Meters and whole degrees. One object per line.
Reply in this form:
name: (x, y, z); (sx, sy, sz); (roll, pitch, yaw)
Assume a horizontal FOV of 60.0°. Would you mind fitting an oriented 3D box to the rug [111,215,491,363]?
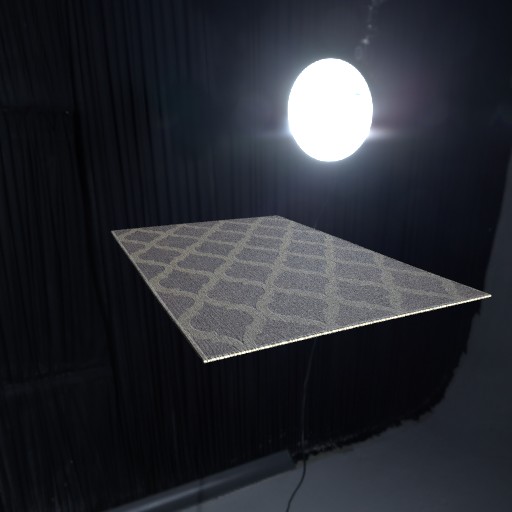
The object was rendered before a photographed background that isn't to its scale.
rug: (0.000, 0.000, 2.888); (1.522, 0.008, 2.284); (-8, 18, -24)
